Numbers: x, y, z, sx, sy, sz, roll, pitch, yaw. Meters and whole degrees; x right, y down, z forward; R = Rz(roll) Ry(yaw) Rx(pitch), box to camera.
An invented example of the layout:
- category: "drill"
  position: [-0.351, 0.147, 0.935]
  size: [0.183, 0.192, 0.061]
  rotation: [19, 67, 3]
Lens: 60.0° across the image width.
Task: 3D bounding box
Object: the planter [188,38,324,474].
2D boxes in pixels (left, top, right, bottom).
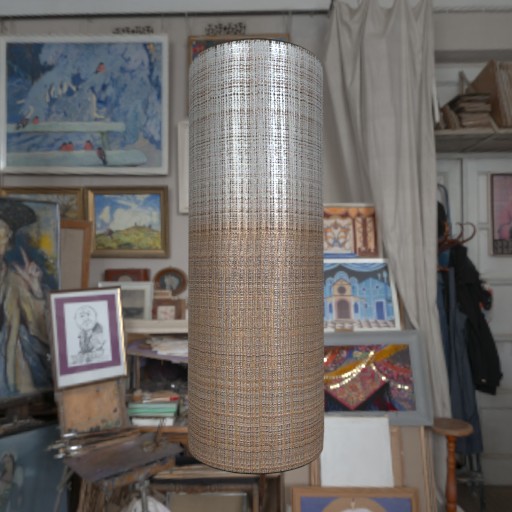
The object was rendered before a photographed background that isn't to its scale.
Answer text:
- category: "planter"
  position: [0.000, 0.000, 0.328]
  size: [0.099, 0.278, 0.099]
  rotation: [1, -2, -36]
